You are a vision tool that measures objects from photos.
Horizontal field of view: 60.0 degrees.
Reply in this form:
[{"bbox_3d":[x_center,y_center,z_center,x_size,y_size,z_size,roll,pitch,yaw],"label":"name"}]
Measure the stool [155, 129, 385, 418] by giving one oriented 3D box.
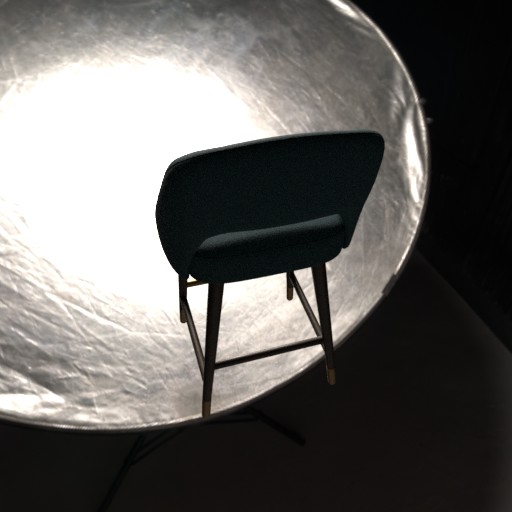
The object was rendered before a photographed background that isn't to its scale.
[{"bbox_3d":[0.000,0.000,1.297,0.536,0.939,0.522,-11,40,-13],"label":"stool"}]
